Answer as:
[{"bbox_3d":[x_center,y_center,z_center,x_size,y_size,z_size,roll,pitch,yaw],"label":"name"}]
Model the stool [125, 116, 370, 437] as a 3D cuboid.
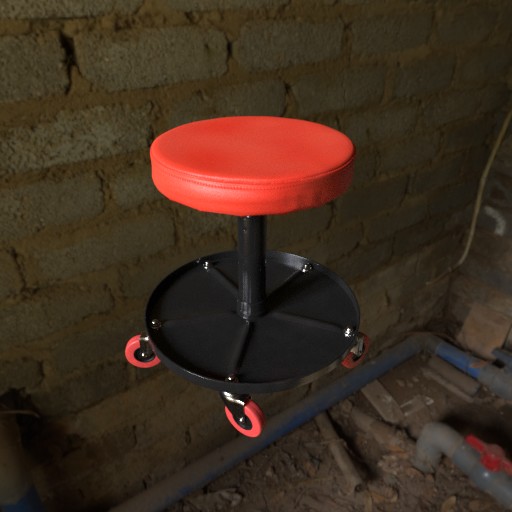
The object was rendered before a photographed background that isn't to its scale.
[{"bbox_3d":[0.000,0.000,0.687,0.381,0.365,0.382,9,33,14],"label":"stool"}]
